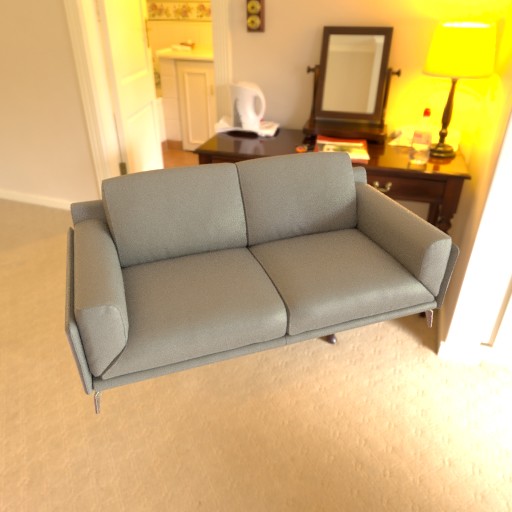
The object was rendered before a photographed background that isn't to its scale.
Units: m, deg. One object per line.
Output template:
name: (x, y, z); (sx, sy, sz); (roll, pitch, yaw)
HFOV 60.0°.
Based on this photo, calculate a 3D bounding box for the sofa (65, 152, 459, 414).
sofa: (0.000, 0.000, 2.664); (2.101, 0.930, 1.049); (-10, 32, -17)
